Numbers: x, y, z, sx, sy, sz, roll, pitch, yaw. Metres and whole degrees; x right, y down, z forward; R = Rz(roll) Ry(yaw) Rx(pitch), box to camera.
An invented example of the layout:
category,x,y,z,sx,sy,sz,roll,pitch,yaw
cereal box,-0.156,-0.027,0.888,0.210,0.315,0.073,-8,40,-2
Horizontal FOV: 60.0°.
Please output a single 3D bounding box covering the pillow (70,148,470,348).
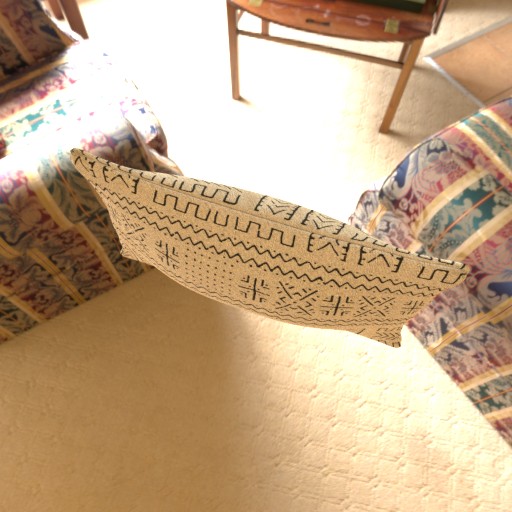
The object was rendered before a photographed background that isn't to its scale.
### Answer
category,x,y,z,sx,sy,sz,roll,pitch,yaw
pillow,0.000,0.000,0.810,0.637,0.352,0.188,18,64,9
